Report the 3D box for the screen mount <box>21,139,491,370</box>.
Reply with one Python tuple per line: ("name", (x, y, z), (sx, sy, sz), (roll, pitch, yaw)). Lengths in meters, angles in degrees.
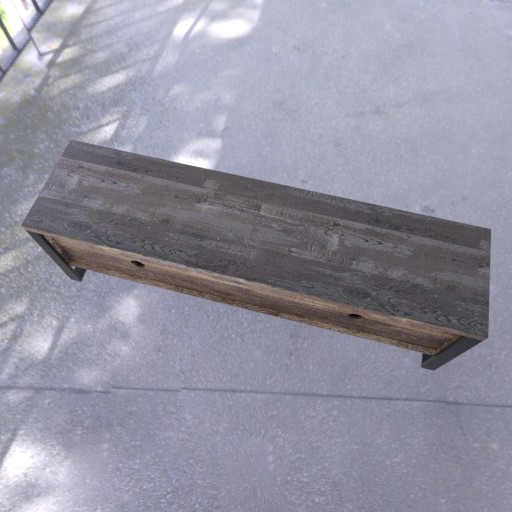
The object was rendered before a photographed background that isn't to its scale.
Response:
("screen mount", (0.000, 0.000, 1.684), (1.524, 0.450, 0.395), (13, 64, 7))
